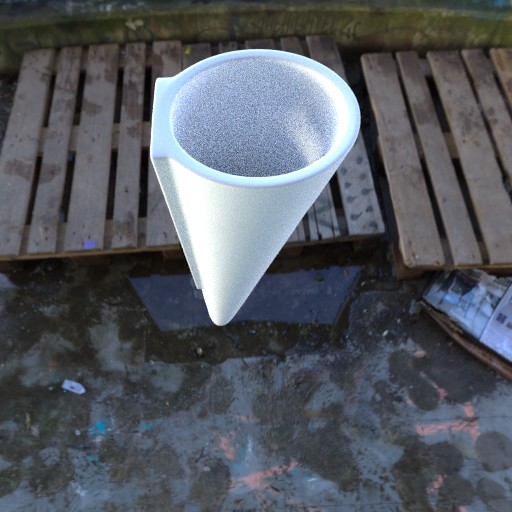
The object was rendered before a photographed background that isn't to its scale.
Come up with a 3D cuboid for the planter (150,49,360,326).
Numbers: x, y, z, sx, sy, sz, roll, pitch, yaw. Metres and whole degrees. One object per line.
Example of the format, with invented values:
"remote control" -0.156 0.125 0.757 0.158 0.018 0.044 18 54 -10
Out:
"planter" 0.000 0.000 0.222 0.064 0.193 0.057 -3 63 -1
